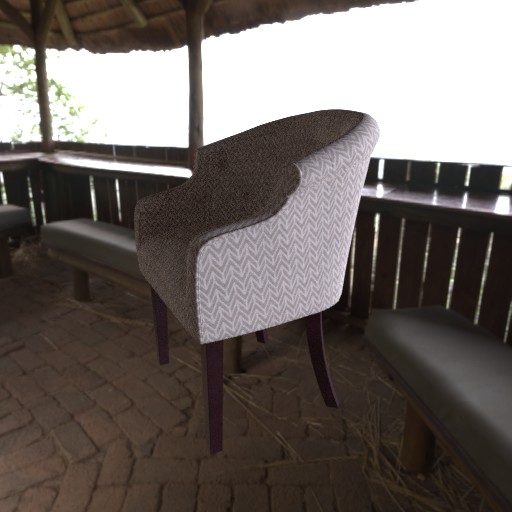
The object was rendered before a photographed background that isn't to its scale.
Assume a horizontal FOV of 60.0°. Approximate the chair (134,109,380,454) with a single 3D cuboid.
[{"bbox_3d":[0.000,0.000,1.352,0.613,0.858,0.686,-8,19,-26],"label":"chair"}]
